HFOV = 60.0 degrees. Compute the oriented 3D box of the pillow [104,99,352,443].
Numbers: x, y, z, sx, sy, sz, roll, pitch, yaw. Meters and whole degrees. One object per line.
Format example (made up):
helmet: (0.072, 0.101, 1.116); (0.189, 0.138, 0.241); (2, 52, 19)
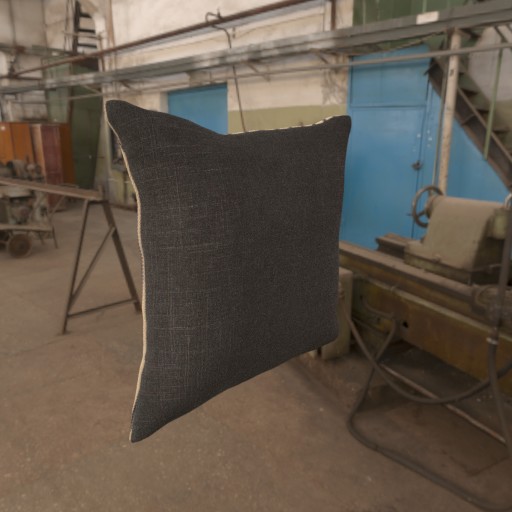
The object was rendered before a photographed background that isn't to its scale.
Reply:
pillow: (0.000, 0.000, 0.700); (0.468, 0.444, 0.138); (-14, 21, -42)
